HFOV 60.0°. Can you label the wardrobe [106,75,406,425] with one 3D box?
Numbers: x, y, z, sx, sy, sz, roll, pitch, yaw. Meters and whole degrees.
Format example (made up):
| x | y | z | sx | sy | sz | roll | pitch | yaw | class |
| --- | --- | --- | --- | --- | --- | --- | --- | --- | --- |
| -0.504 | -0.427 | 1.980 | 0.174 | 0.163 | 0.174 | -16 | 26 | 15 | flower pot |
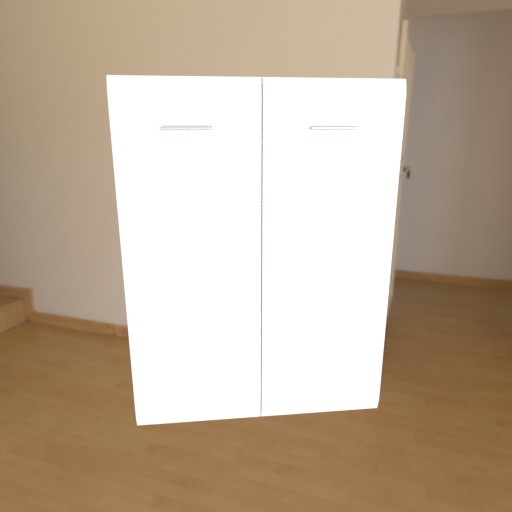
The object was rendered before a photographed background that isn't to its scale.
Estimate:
| x | y | z | sx | sy | sz | roll | pitch | yaw | class |
| --- | --- | --- | --- | --- | --- | --- | --- | --- | --- |
| 0.000 | 0.000 | 1.633 | 0.900 | 1.200 | 0.360 | -2 | 16 | -6 | wardrobe |
